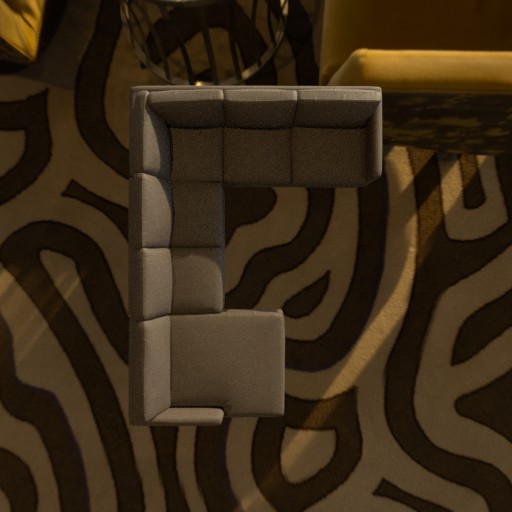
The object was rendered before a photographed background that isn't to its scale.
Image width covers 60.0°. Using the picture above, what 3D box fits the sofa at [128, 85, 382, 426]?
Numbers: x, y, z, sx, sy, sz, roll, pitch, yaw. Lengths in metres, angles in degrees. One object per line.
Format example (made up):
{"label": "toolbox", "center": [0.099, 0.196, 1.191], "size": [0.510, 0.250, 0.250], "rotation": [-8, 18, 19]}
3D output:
{"label": "sofa", "center": [0.000, 0.000, 4.724], "size": [2.594, 0.961, 3.460], "rotation": [0, 89, 0]}
